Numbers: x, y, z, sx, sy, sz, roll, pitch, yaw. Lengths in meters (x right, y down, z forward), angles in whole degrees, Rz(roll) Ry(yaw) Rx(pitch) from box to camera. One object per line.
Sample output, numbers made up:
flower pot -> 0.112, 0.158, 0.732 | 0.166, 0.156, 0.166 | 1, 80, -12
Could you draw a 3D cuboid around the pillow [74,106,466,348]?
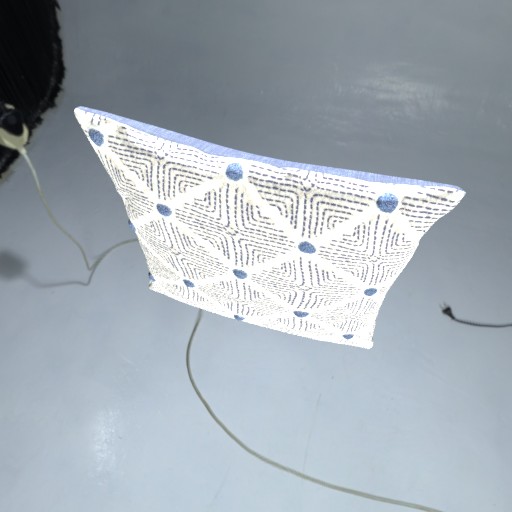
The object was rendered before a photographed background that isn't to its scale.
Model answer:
pillow -> 0.000, 0.000, 0.763 | 0.510, 0.510, 0.145 | 14, 59, 9
